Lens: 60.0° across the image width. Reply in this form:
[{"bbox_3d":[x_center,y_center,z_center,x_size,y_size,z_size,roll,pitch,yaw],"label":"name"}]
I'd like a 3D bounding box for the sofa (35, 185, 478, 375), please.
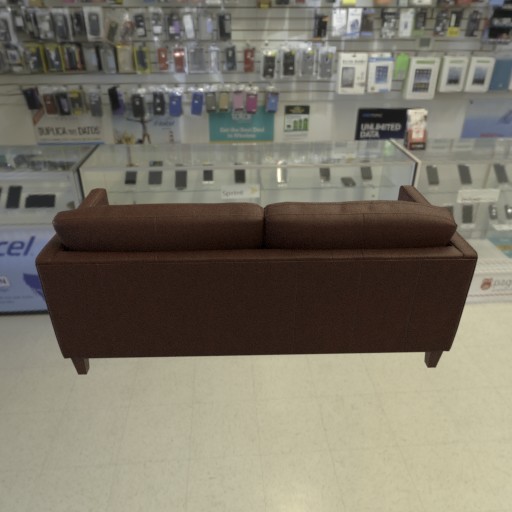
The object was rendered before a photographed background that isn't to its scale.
[{"bbox_3d":[0.000,0.000,2.443,1.971,0.863,0.923,-1,29,-1],"label":"sofa"}]
